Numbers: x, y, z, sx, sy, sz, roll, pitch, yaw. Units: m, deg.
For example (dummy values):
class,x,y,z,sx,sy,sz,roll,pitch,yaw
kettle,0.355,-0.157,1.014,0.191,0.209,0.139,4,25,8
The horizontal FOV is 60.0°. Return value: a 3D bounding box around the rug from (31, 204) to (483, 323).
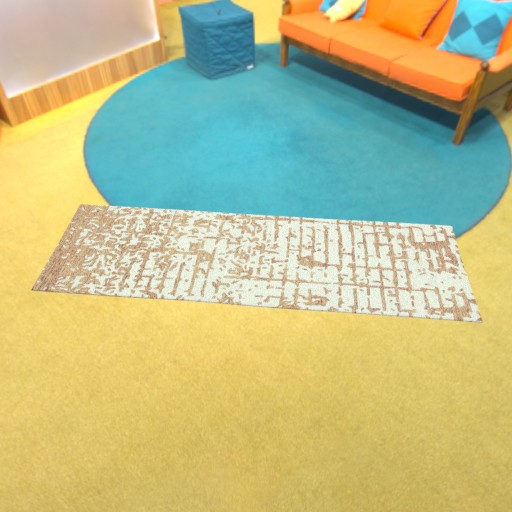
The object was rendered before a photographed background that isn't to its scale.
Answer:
class,x,y,z,sx,sy,sz,roll,pitch,yaw
rug,0.000,0.000,2.637,2.435,0.011,0.750,4,46,4
